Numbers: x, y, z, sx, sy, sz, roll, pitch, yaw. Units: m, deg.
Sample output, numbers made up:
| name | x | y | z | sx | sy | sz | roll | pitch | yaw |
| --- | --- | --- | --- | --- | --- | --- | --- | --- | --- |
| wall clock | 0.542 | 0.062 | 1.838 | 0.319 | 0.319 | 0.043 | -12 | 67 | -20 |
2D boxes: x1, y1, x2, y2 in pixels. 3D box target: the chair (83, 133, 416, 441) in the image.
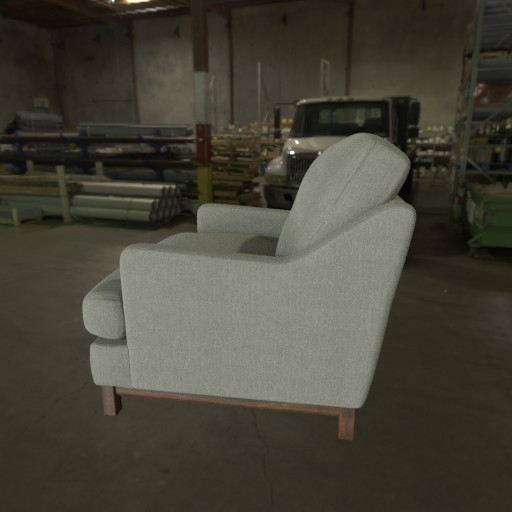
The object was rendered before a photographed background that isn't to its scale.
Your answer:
| name | x | y | z | sx | sy | sz | roll | pitch | yaw |
| --- | --- | --- | --- | --- | --- | --- | --- | --- | --- |
| chair | 0.000 | 0.000 | 1.535 | 0.892 | 0.821 | 0.826 | 2 | 16 | 9 |
